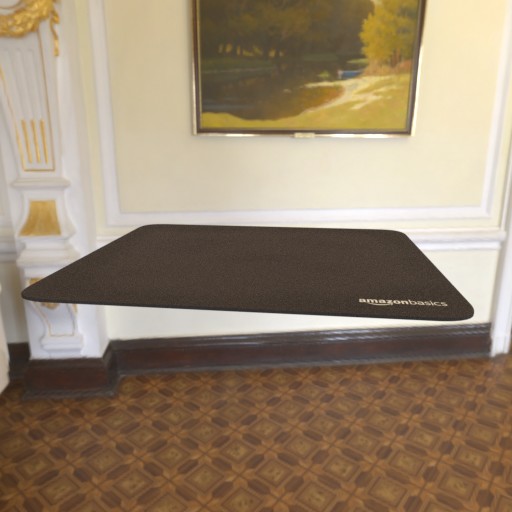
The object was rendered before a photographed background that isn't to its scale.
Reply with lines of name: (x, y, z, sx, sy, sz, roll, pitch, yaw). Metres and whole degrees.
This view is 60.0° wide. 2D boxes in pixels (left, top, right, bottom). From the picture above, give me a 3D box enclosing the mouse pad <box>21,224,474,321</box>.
mouse pad: (0.000, 0.000, 0.328, 0.249, 0.002, 0.211, 2, 15, 7)
